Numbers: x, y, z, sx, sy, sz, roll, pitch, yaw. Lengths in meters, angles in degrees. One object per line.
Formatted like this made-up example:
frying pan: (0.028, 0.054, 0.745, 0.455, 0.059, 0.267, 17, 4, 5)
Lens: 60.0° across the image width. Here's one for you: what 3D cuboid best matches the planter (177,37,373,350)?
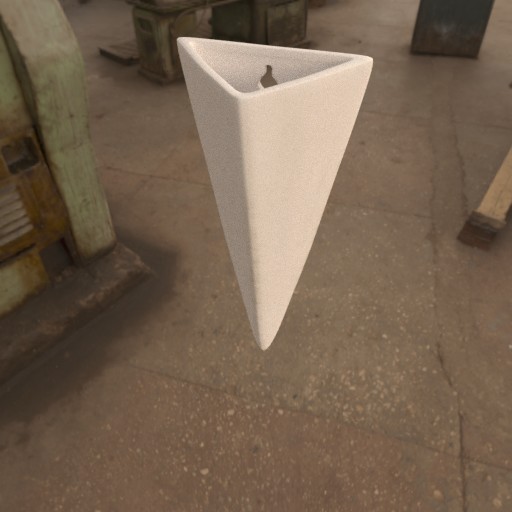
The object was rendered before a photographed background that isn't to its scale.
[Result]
planter: (0.000, 0.000, 0.397, 0.143, 0.338, 0.065, 13, 43, 14)
